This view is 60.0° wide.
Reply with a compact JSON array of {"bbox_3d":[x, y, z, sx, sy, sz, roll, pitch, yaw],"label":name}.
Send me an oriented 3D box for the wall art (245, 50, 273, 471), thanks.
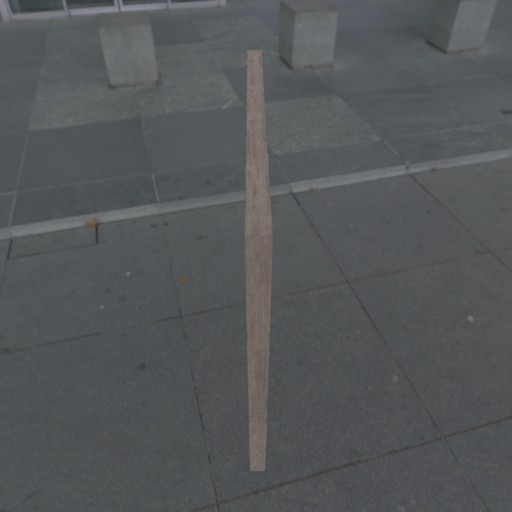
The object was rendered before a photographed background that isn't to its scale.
[{"bbox_3d":[0.000,0.000,1.134,0.038,0.762,0.762,0,42,0],"label":"wall art"}]
